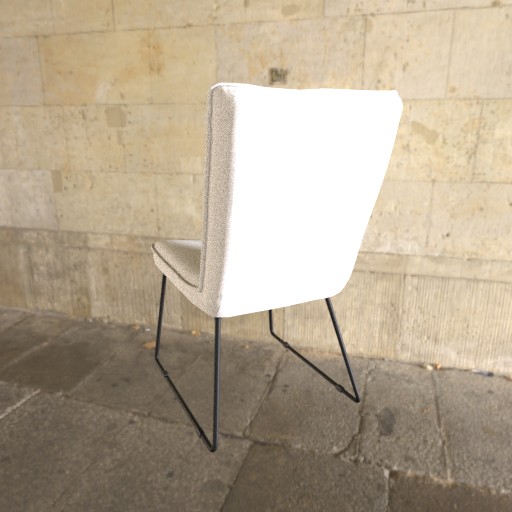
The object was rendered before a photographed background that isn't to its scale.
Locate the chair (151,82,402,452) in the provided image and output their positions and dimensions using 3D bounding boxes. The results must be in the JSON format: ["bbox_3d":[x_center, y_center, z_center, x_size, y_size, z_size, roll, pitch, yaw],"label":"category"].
[{"bbox_3d":[0.000,0.000,1.366,0.515,0.930,0.688,-8,17,-26],"label":"chair"}]
